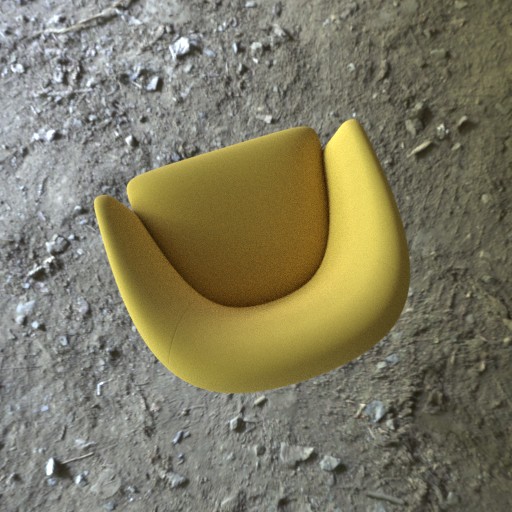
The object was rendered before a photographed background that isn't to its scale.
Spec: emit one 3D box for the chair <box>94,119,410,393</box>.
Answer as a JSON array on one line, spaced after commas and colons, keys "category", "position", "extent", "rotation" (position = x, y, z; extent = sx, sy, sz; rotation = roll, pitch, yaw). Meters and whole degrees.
[{"category": "chair", "position": [0.000, 0.000, 1.380], "extent": [0.773, 0.698, 0.767], "rotation": [-18, 76, -5]}]
